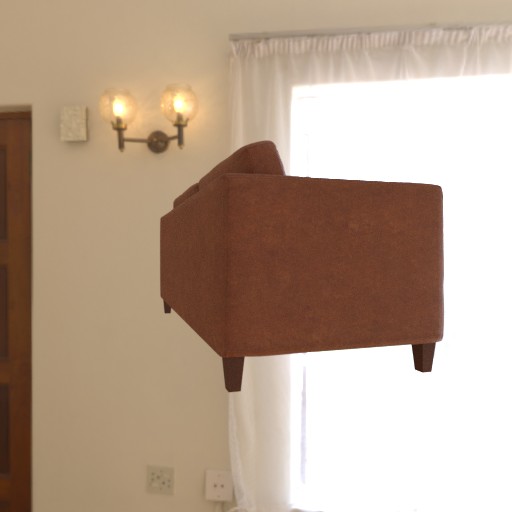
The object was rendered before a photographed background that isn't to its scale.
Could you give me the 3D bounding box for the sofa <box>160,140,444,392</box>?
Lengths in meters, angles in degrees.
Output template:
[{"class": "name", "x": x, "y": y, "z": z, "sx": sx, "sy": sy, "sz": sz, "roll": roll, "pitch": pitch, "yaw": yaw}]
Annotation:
[{"class": "sofa", "x": 0.000, "y": 0.000, "z": 2.676, "sx": 0.950, "sy": 0.932, "sz": 2.204, "roll": 0, "pitch": 1, "yaw": -18}]
